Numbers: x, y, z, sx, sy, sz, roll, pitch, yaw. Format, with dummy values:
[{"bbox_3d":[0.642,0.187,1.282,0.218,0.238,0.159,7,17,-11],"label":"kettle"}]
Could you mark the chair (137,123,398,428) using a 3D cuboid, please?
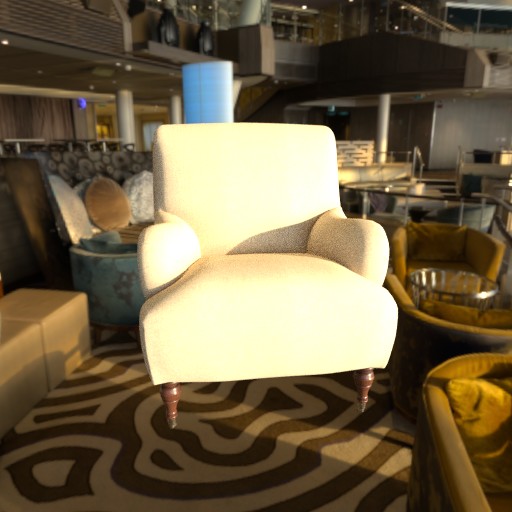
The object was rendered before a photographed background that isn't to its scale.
[{"bbox_3d":[0.000,0.000,1.599,0.766,0.944,0.842,-2,15,-8],"label":"chair"}]
